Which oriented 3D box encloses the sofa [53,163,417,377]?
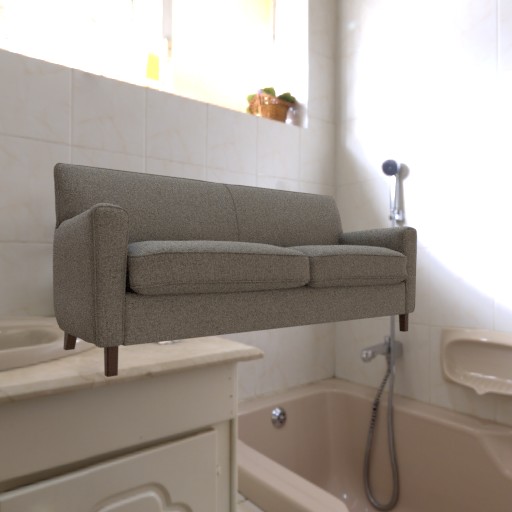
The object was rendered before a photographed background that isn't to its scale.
[{"bbox_3d":[0.000,0.000,2.517,2.026,0.942,0.854,1,-1,-36],"label":"sofa"}]
